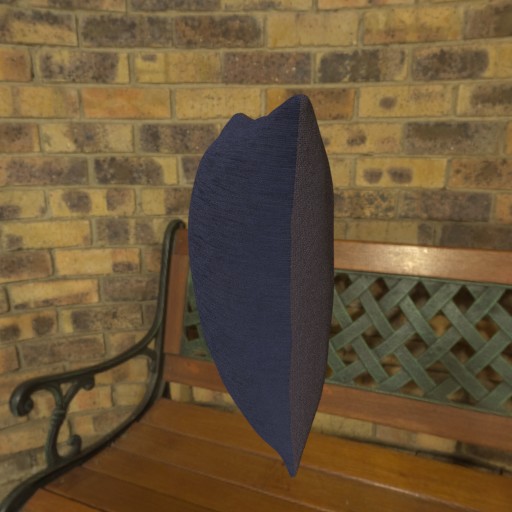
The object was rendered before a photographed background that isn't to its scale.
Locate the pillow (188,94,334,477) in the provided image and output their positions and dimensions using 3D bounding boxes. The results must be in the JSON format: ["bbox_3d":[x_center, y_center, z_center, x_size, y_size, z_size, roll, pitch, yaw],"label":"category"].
[{"bbox_3d":[0.000,0.000,0.680,0.204,0.439,0.452,-3,15,-9],"label":"pillow"}]
